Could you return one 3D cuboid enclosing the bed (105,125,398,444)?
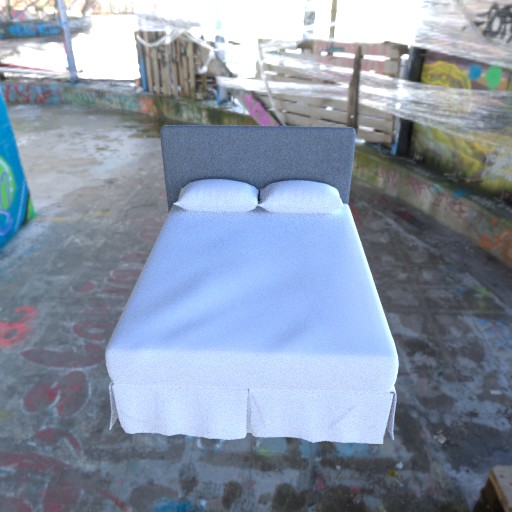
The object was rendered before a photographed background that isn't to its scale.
[{"bbox_3d":[0.000,0.000,3.206,1.723,1.330,2.142,1,31,2],"label":"bed"}]
